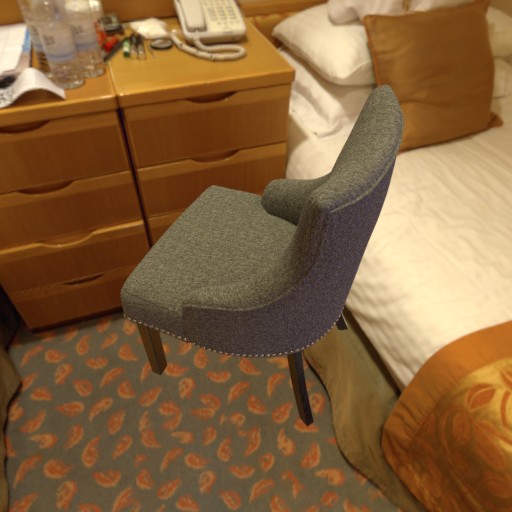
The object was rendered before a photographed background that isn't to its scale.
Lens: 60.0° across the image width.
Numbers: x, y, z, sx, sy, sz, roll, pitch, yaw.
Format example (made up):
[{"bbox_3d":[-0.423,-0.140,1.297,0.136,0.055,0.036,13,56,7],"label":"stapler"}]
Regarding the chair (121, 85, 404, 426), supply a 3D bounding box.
[{"bbox_3d":[0.000,0.000,1.290,0.629,0.909,0.566,18,48,17],"label":"chair"}]
